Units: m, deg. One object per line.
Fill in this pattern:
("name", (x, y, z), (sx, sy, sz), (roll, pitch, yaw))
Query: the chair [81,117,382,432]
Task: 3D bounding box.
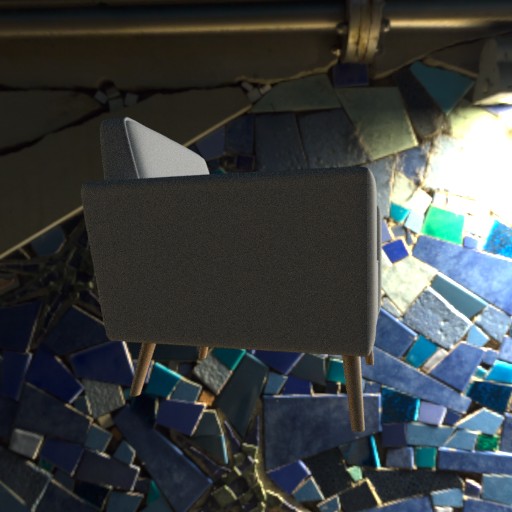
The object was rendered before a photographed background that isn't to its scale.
("chair", (0.000, 0.000, 1.394), (0.750, 0.780, 0.780), (0, 0, 17))
